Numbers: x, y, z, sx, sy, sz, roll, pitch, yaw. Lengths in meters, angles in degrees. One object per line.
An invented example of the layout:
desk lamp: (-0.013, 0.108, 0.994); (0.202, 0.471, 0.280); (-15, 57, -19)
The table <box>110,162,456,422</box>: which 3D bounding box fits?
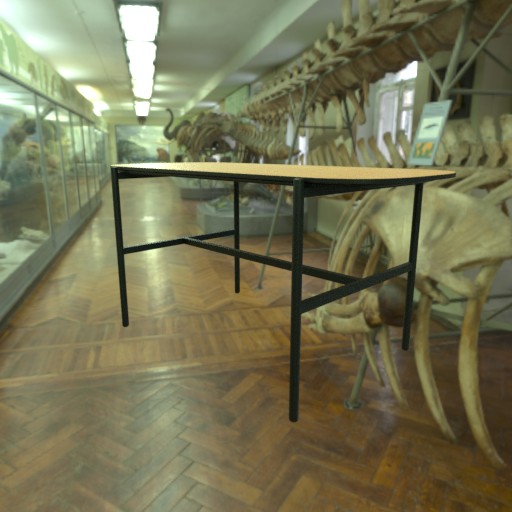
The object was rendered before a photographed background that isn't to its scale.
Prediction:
table: (0.000, 0.000, 1.021); (0.400, 0.400, 0.800); (-13, 19, -43)
